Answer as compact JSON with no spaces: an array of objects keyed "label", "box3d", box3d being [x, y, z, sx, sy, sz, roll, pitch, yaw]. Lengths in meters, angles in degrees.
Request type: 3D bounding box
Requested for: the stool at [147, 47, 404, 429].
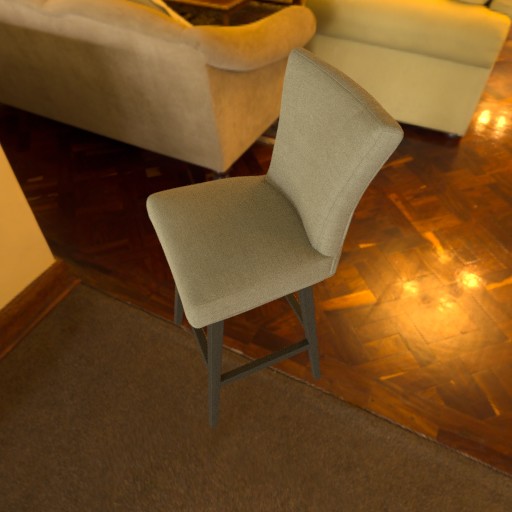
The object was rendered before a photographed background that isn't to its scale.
[{"label":"stool","box3d":[0.000,0.000,1.443,0.574,1.086,0.514,-16,48,-15]}]
